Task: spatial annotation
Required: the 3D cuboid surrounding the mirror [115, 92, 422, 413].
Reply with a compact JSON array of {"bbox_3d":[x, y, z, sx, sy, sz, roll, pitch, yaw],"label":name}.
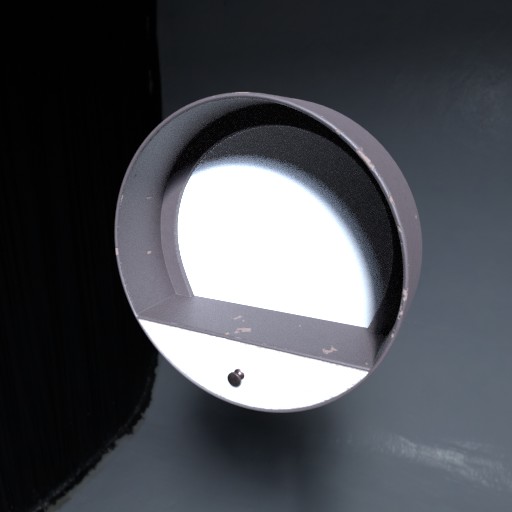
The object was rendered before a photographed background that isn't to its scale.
[{"bbox_3d":[0.000,0.000,0.564,0.386,0.386,0.126,8,17,25],"label":"mirror"}]
